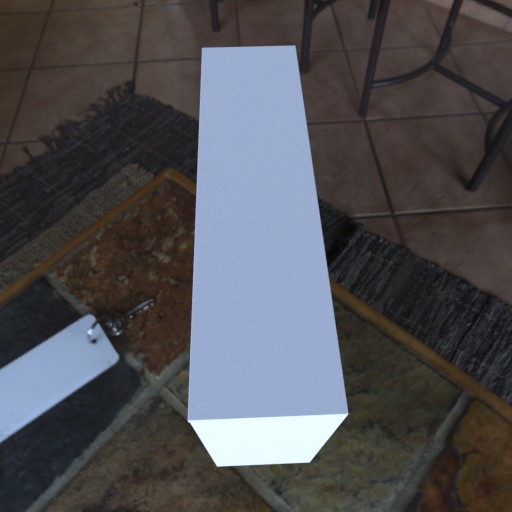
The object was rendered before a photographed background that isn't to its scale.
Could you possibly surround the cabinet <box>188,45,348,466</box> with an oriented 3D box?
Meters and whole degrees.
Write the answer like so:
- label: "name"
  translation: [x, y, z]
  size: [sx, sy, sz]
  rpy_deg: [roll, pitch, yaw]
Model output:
- label: "cabinet"
  translation: [0.000, 0.000, 1.809]
  size: [0.380, 0.900, 1.450]
  rpy_deg: [-2, 58, -1]
